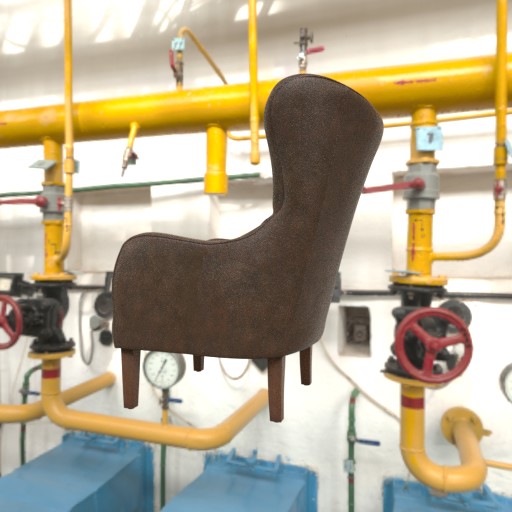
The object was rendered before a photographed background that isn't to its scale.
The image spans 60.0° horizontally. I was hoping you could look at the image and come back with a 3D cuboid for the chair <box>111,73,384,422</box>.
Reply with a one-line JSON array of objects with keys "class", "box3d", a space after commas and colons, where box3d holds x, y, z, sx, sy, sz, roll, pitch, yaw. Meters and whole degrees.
[{"class": "chair", "box3d": [0.000, 0.000, 1.650, 0.914, 1.048, 0.692, 0, 0, 19]}]
